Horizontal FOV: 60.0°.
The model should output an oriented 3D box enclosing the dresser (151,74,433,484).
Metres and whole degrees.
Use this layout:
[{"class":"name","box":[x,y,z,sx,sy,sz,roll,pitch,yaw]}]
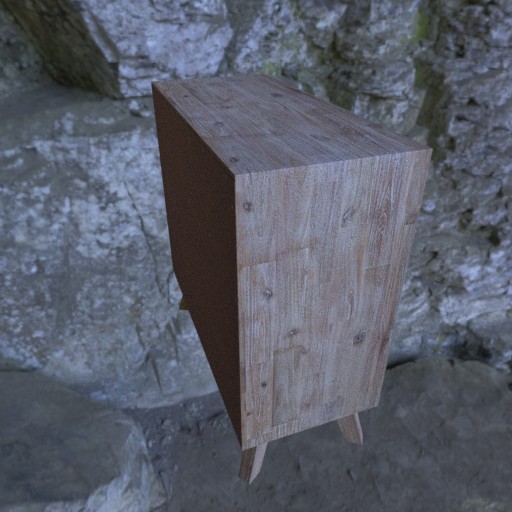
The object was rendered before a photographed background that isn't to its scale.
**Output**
[{"class":"dresser","box":[0.000,0.000,1.568,0.455,1.029,0.998,-11,33,-17]}]
